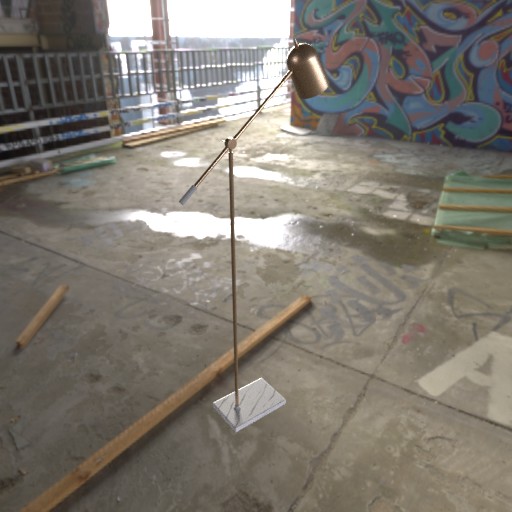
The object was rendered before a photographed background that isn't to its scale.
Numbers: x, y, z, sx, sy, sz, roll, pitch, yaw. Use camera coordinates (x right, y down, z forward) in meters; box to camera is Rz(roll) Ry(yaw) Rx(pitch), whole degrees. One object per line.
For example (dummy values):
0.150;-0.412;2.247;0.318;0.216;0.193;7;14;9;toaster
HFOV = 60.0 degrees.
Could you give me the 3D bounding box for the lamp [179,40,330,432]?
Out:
0.000;0.000;1.820;0.653;1.594;0.194;-18;32;-32;lamp
